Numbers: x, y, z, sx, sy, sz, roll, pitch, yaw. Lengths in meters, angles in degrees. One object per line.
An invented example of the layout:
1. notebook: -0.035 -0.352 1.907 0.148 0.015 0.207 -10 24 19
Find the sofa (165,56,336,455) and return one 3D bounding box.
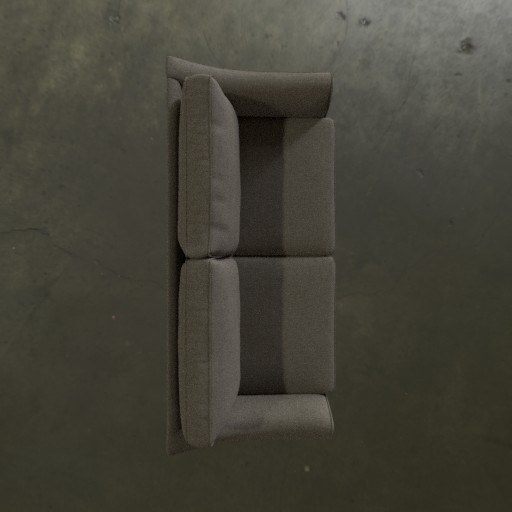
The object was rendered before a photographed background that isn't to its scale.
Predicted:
1. sofa: 0.000 0.000 2.728 1.013 0.976 2.203 0 90 -1
